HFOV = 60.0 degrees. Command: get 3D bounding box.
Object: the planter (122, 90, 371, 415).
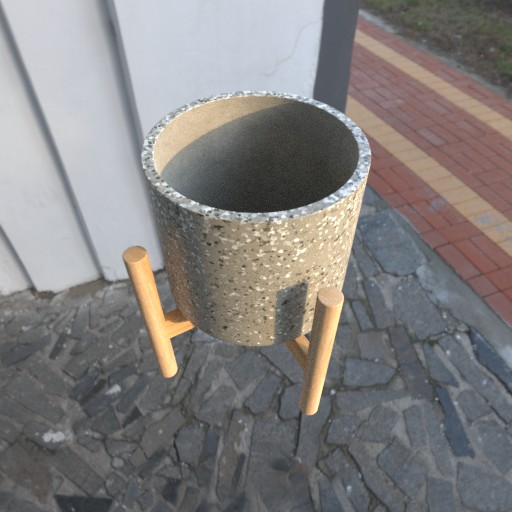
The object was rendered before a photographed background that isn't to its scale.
[{"bbox_3d":[0.000,0.000,0.551,0.284,0.320,0.284,-5,47,-5],"label":"planter"}]
